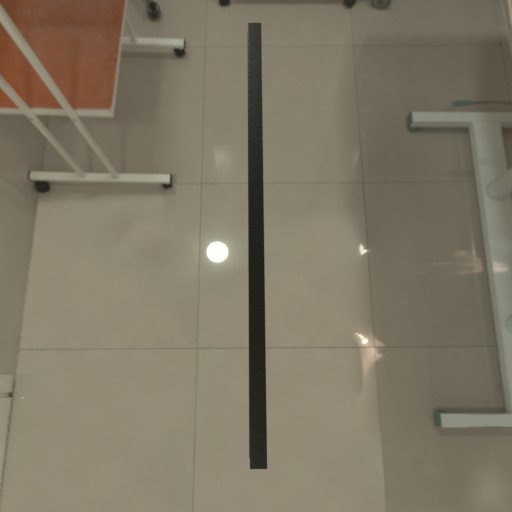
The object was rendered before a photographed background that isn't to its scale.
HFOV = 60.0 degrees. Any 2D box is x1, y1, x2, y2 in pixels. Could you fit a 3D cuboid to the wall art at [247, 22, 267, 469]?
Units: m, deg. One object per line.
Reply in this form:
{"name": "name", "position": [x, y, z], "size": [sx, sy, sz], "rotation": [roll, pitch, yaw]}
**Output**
{"name": "wall art", "position": [0.000, 0.000, 0.845], "size": [0.022, 0.446, 0.659], "rotation": [0, 75, 0]}
